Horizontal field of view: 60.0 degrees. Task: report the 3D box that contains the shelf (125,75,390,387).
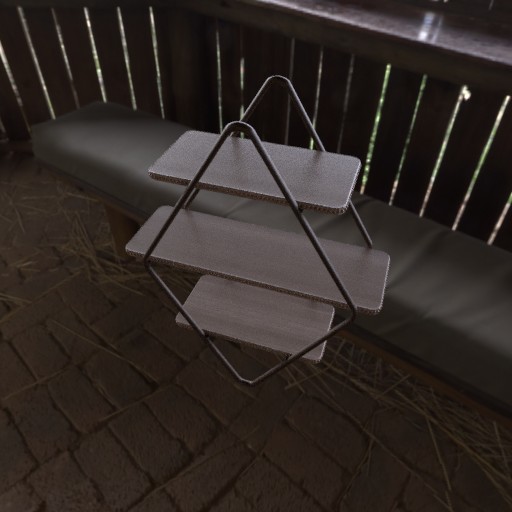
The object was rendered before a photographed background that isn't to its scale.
[{"bbox_3d":[0.000,0.000,1.058,0.609,0.774,0.234,13,43,14],"label":"shelf"}]
